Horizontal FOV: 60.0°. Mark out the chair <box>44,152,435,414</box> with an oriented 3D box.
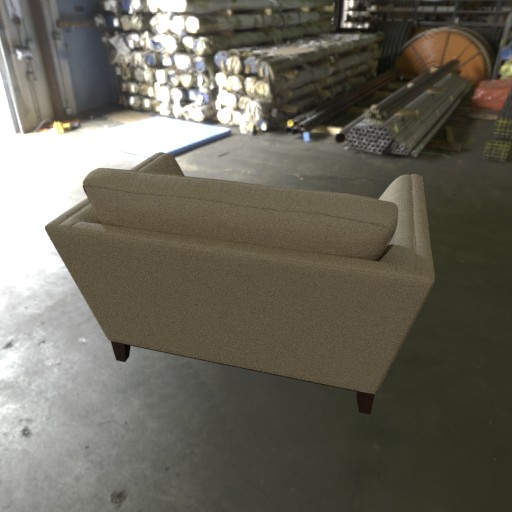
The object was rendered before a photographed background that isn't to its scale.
[{"bbox_3d":[0.000,0.000,2.048,1.397,0.940,0.965,8,31,13],"label":"chair"}]
